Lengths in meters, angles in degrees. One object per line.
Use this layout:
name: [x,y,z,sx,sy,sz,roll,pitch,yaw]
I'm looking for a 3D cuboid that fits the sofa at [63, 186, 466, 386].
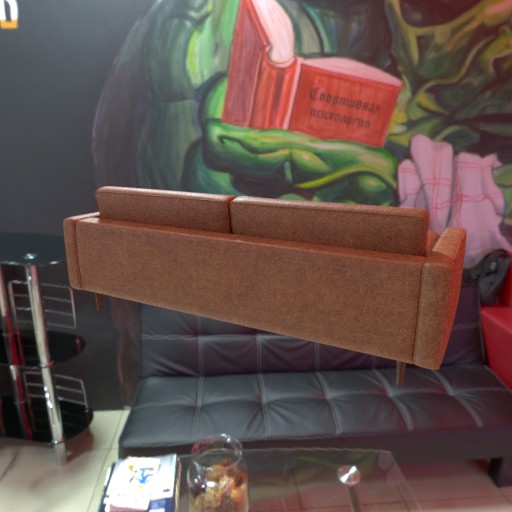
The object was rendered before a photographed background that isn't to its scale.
sofa: [0.000,0.000,2.616,2.200,0.770,0.919,8,17,27]
